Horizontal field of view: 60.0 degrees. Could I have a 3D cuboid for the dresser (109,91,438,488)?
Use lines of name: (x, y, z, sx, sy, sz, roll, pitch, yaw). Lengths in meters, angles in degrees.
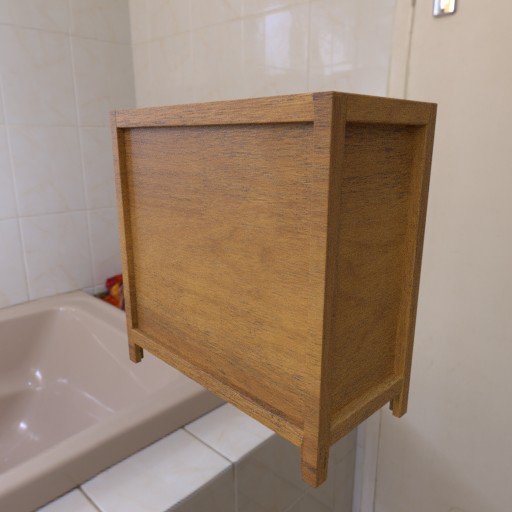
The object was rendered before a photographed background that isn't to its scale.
dresser: (0.000, 0.000, 1.264, 0.427, 0.804, 0.804, -14, 20, -42)
